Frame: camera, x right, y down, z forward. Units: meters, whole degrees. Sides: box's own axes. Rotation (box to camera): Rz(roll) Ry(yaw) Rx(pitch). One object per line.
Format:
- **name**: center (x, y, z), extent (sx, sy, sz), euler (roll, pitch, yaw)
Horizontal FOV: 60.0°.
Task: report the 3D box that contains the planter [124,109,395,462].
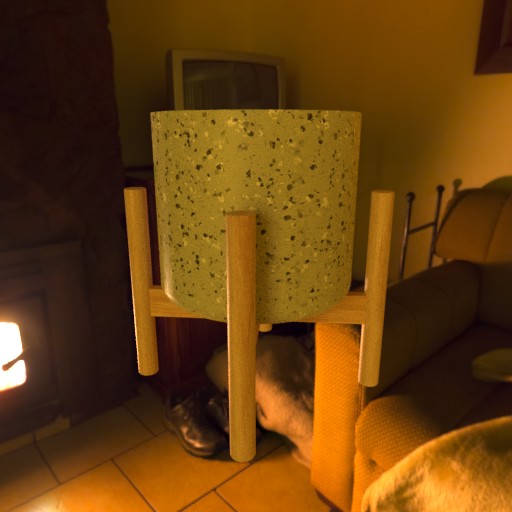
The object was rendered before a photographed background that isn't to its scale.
- **planter**: center (0.000, 0.000, 0.522), extent (0.284, 0.320, 0.284), euler (8, 18, 27)
